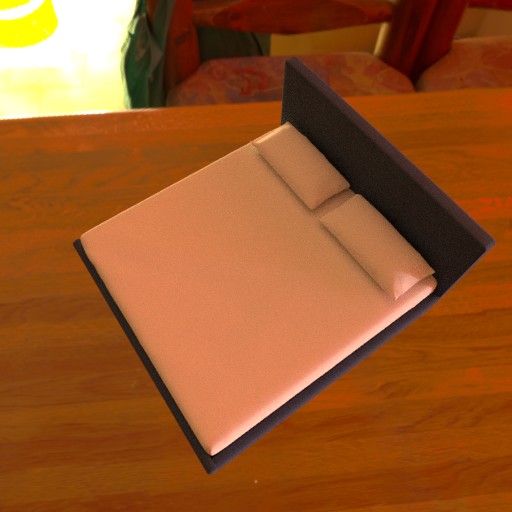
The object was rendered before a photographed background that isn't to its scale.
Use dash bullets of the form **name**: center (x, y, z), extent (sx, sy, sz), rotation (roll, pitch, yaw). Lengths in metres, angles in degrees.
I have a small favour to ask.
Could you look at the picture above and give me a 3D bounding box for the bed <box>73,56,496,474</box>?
- **bed**: center (0.000, 0.000, 3.378), extent (2.232, 1.231, 2.096), rotation (-32, 67, -15)
